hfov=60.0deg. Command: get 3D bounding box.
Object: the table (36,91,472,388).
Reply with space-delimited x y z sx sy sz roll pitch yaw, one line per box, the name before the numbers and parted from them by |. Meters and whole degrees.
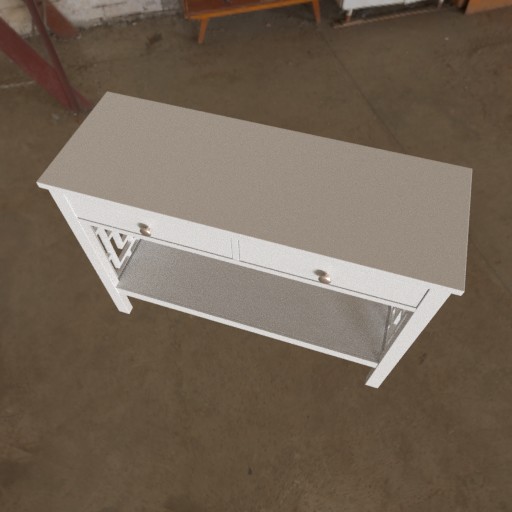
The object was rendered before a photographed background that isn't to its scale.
table | 0.000 0.000 1.464 1.068 0.753 0.397 15 58 9
